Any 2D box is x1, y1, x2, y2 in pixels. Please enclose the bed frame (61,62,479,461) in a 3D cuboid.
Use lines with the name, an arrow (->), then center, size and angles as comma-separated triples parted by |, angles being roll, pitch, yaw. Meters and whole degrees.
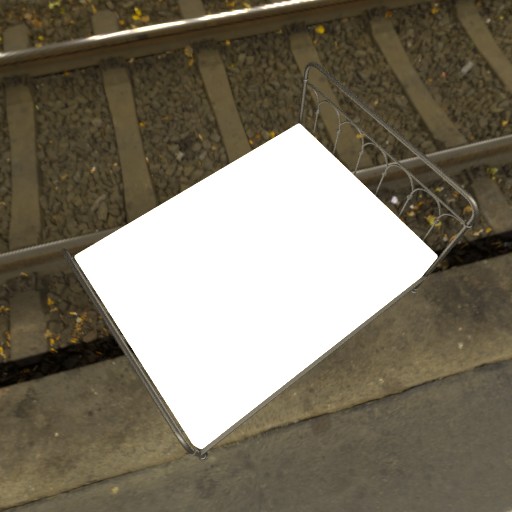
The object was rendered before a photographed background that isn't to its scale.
bed frame -> 0.000, 0.000, 3.164 | 2.203, 1.276, 1.664 | -34, 68, -16
